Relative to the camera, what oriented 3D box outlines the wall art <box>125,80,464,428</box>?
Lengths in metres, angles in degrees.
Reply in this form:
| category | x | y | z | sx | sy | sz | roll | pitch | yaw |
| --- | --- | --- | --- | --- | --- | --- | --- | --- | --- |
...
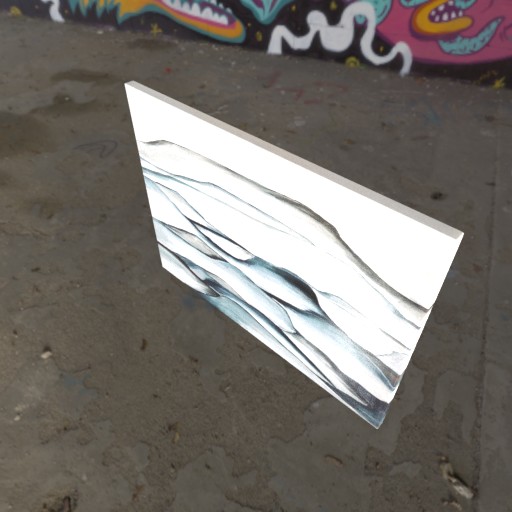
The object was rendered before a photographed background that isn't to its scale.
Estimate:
| category | x | y | z | sx | sy | sz | roll | pitch | yaw |
| --- | --- | --- | --- | --- | --- | --- | --- | --- | --- |
| wall art | 0.000 | 0.000 | 1.585 | 1.219 | 0.915 | 0.039 | 32 | 53 | 29 |
